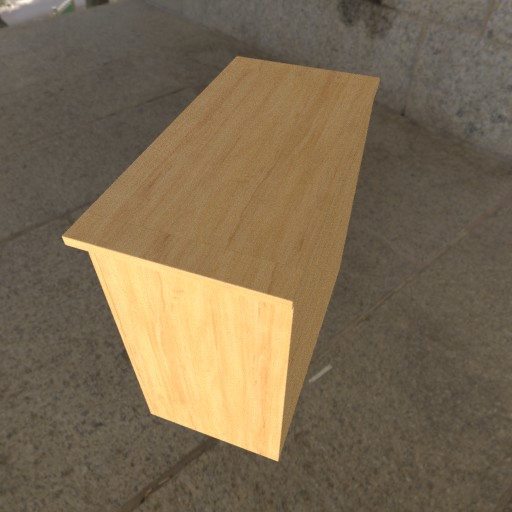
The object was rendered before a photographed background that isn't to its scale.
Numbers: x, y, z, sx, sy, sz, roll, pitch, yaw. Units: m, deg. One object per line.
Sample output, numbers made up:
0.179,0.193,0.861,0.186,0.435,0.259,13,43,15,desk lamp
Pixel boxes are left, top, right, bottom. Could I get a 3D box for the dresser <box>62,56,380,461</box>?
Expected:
0.000,0.000,1.226,0.410,0.730,0.800,15,48,14,dresser
